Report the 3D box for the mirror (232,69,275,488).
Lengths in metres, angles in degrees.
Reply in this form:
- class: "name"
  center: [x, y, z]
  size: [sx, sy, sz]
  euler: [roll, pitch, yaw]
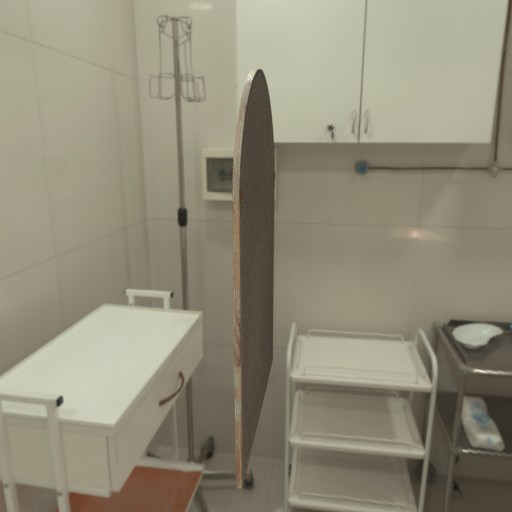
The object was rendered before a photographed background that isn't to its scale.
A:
- class: "mirror"
  center: [0.000, 0.000, 1.170]
  size: [0.032, 0.915, 0.609]
  euler: [2, 14, 8]
